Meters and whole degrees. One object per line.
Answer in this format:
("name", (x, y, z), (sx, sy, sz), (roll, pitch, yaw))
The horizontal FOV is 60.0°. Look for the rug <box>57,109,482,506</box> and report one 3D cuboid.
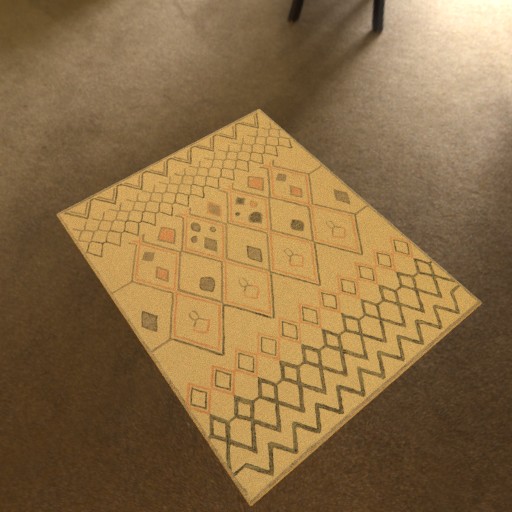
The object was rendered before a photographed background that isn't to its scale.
("rug", (0.000, 0.000, 3.962), (2.441, 0.016, 3.050), (-33, 64, -19))
